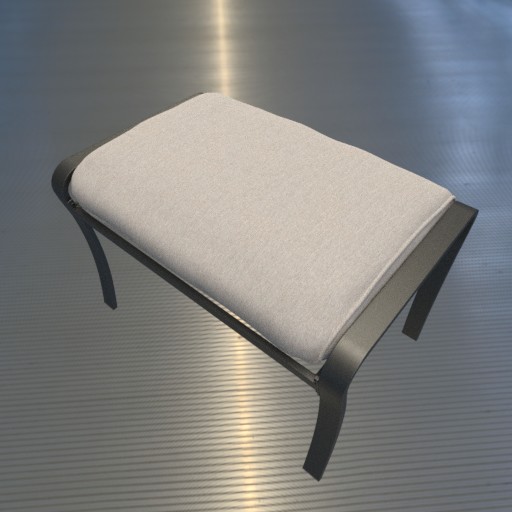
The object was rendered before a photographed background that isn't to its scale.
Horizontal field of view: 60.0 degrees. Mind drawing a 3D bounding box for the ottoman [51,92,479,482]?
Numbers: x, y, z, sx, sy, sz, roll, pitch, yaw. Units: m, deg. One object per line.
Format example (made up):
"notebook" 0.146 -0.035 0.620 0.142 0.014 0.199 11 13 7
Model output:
"ottoman" 0.000 0.000 0.856 0.610 0.422 0.406 31 54 26
